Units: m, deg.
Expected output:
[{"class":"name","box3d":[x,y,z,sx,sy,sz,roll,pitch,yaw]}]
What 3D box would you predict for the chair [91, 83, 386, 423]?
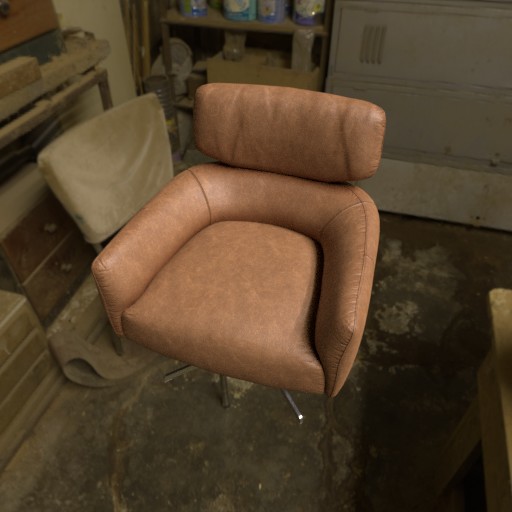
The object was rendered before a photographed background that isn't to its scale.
[{"class":"chair","box3d":[0.000,0.000,1.358,0.706,0.812,0.715,12,43,14]}]
